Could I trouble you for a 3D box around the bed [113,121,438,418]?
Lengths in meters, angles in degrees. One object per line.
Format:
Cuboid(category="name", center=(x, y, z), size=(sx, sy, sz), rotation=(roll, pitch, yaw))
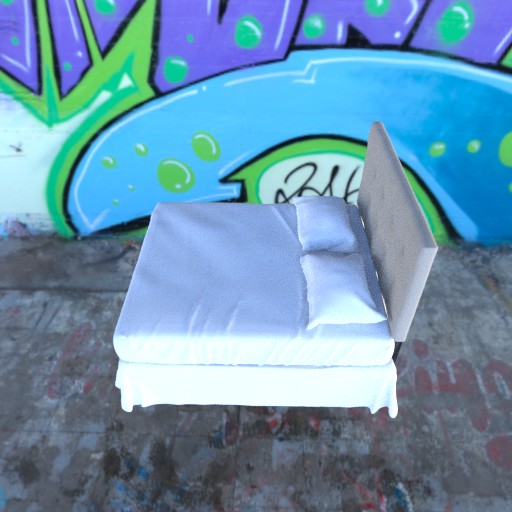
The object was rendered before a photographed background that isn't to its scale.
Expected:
Cuboid(category="bed", center=(0.000, 0.000, 3.571), size=(2.222, 1.577, 1.936), rotation=(1, 41, 1))
